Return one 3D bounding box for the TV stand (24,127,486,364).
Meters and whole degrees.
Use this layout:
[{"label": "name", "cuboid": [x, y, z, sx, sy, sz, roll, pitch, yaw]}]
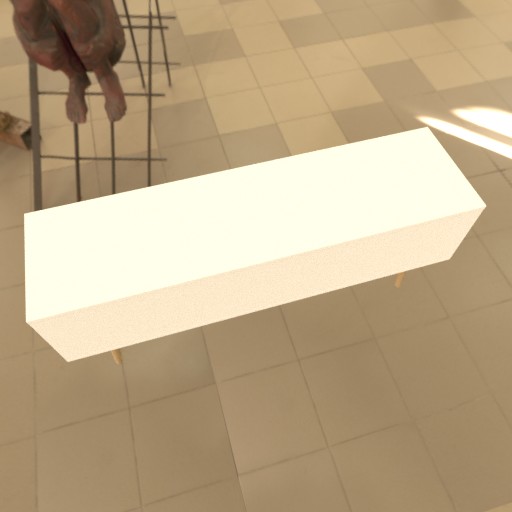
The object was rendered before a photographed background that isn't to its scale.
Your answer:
[{"label": "TV stand", "cuboid": [0.000, 0.000, 1.628, 1.398, 0.560, 0.401, -14, 58, -9]}]
